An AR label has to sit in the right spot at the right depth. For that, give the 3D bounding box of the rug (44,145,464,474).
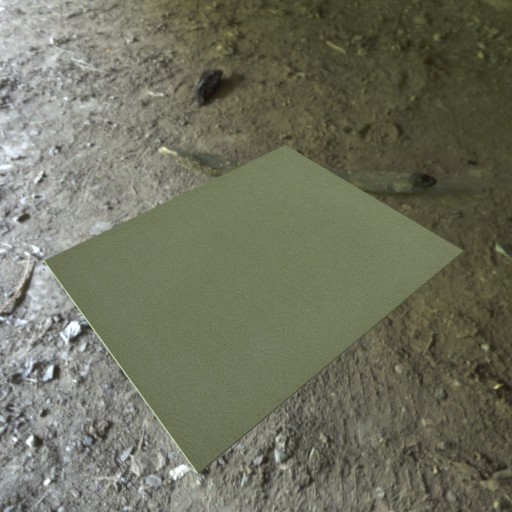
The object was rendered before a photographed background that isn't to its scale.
[{"bbox_3d":[0.000,0.000,3.490,2.584,0.011,2.073,-31,53,-27],"label":"rug"}]
